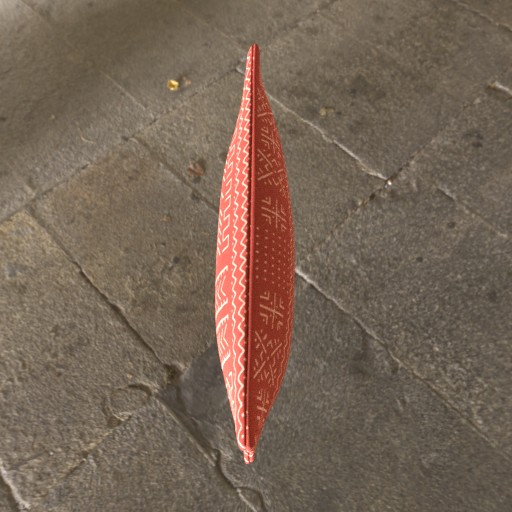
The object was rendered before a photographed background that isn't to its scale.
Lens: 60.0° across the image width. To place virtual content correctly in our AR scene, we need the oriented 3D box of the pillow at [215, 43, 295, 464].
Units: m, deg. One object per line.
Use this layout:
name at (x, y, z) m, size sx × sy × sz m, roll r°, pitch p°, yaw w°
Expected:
pillow at (0.000, 0.000, 0.761) m, size 0.130 × 0.352 × 0.640 m, roll 1°, pitch 64°, yaw 0°
